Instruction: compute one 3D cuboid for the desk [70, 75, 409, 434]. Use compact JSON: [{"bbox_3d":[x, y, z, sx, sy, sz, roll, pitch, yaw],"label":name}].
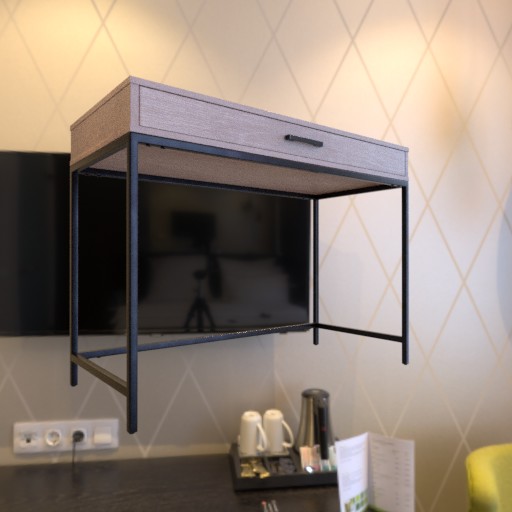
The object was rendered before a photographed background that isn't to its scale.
[{"bbox_3d":[0.000,0.000,1.423,1.016,0.762,0.470,0,0,-38],"label":"desk"}]
